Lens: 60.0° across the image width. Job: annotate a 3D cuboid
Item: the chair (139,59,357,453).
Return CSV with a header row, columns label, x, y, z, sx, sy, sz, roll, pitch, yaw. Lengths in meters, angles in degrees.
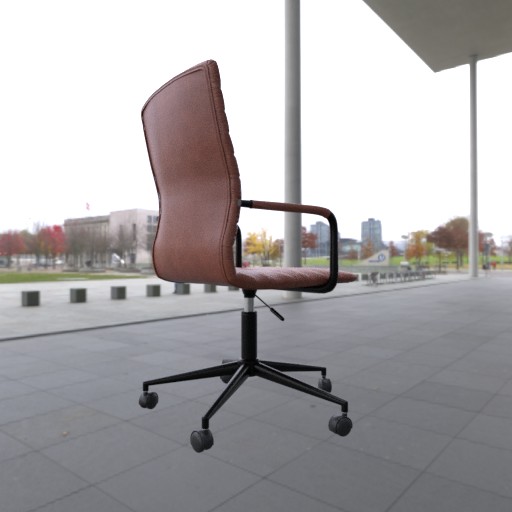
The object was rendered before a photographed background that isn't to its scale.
label,x,y,z,sx,sy,sz,roll,pitch,yaw
chair,0.000,0.000,1.284,0.578,0.878,0.600,0,-1,-36
